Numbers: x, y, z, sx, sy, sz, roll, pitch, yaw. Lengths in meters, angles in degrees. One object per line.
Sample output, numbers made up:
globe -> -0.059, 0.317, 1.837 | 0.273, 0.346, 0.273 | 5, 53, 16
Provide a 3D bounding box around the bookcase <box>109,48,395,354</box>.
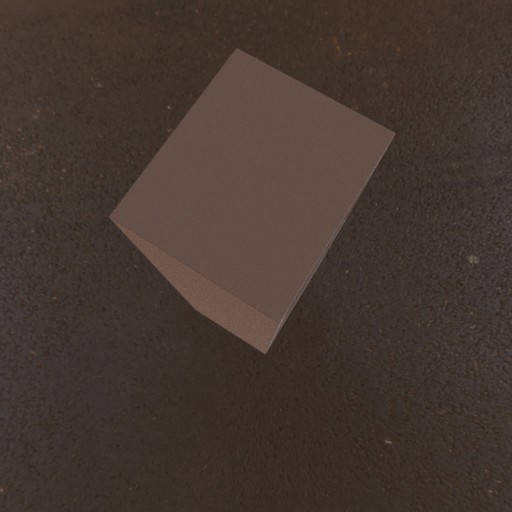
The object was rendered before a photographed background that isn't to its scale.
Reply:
bookcase -> 0.000, 0.000, 1.273 | 0.330, 1.080, 0.390 | 31, 77, 8
